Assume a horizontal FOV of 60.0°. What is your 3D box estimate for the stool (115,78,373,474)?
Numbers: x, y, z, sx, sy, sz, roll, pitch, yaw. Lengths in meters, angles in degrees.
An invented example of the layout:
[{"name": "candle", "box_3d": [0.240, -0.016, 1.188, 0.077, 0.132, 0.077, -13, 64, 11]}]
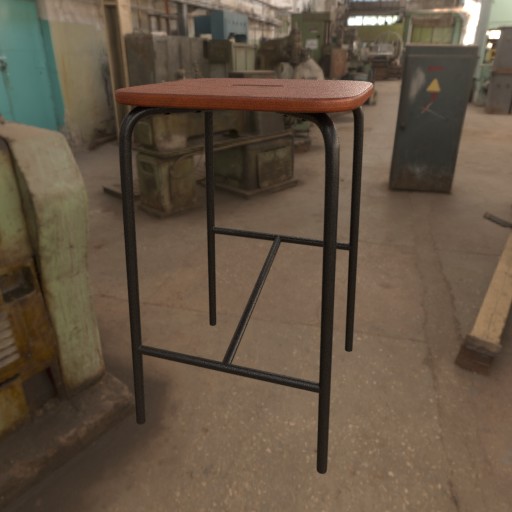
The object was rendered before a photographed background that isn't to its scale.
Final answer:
[{"name": "stool", "box_3d": [0.000, 0.000, 0.847, 0.376, 0.610, 0.376, 8, 26, 16]}]
